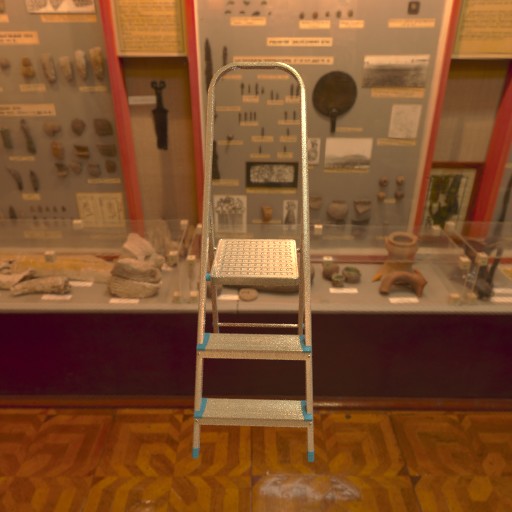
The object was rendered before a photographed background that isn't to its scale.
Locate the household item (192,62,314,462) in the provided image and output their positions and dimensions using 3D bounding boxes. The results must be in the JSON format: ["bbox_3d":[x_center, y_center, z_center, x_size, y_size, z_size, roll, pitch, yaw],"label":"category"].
[{"bbox_3d":[0.000,0.000,1.533,0.420,1.215,0.687,1,28,2],"label":"household item"}]
